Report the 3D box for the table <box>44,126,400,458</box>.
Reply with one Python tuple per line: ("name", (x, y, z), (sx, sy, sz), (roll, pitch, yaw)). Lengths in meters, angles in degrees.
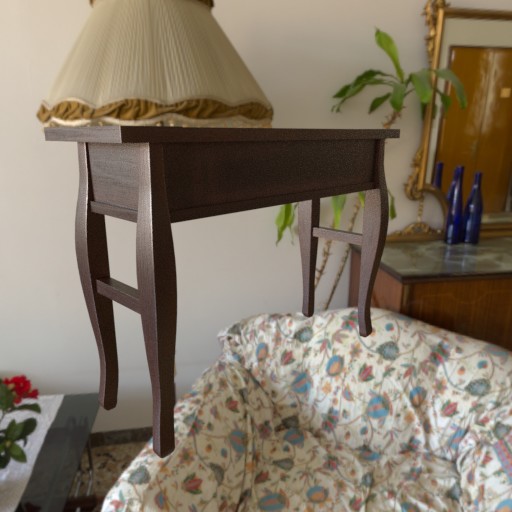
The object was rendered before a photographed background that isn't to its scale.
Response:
("table", (0.000, 0.000, 1.389), (0.373, 0.768, 1.062), (15, 21, 43))
